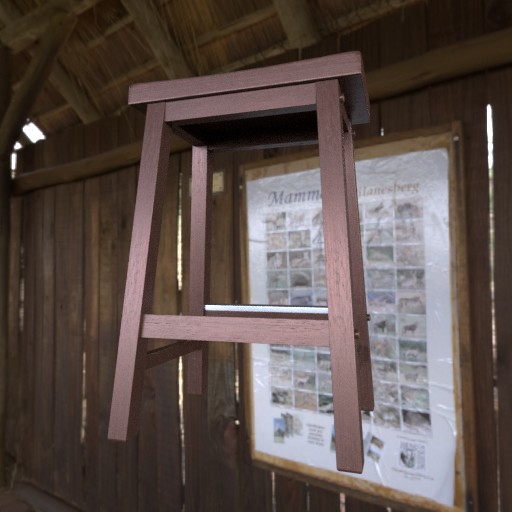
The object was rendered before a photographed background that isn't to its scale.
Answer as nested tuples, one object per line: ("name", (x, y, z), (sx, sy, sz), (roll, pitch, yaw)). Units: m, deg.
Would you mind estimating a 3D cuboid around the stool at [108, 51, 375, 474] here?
("stool", (0.000, 0.000, 0.826), (0.406, 0.610, 0.322), (-1, -2, 18))
